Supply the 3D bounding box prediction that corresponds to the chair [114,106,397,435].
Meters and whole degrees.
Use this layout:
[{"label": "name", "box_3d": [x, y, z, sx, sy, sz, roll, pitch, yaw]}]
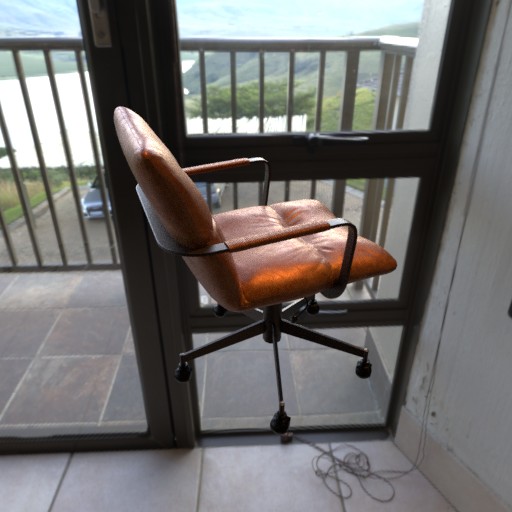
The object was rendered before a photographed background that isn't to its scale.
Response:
[{"label": "chair", "box_3d": [0.000, 0.000, 1.475, 0.754, 0.922, 0.727, -10, 30, -18]}]
